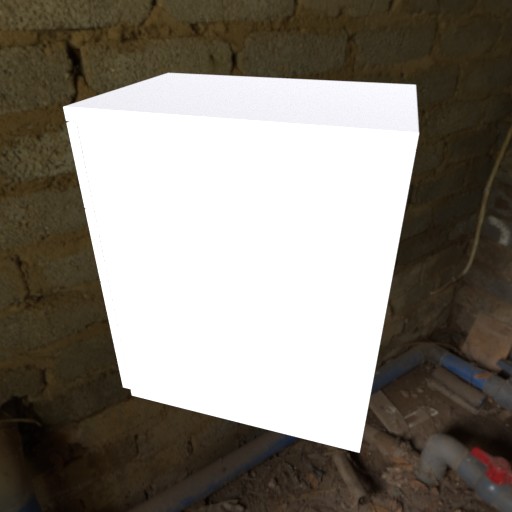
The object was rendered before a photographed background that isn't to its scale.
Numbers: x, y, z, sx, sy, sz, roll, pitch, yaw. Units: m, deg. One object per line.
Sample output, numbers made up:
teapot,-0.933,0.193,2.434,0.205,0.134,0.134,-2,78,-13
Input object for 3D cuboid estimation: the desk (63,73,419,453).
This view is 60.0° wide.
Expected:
desk,0.000,0.000,1.047,0.600,0.730,0.404,9,32,14
